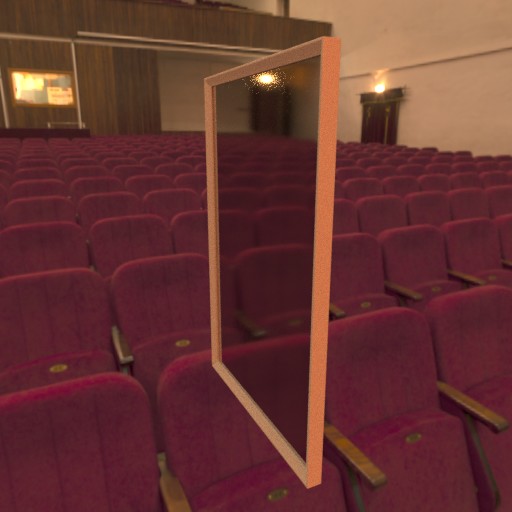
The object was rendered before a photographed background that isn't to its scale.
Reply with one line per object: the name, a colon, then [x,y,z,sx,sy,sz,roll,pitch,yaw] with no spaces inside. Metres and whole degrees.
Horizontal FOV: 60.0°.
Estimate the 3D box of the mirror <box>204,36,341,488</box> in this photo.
mirror: [0.000,0.000,1.136,0.041,0.915,0.609,-7,16,-25]
